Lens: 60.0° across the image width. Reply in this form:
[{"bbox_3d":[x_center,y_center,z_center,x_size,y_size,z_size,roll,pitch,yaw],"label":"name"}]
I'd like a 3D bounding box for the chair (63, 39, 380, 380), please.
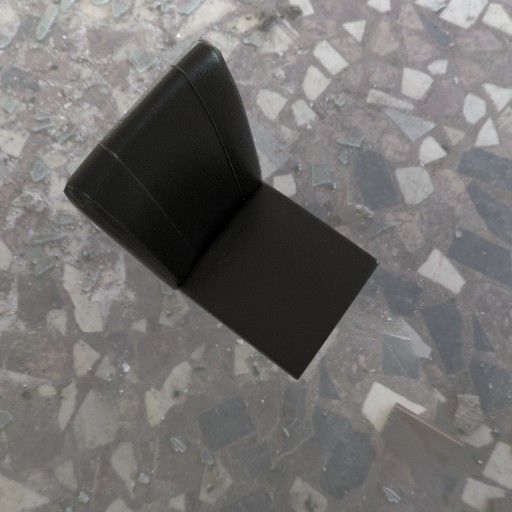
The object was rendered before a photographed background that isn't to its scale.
[{"bbox_3d":[0.000,0.000,1.174,0.556,0.897,0.399,36,79,8],"label":"chair"}]
